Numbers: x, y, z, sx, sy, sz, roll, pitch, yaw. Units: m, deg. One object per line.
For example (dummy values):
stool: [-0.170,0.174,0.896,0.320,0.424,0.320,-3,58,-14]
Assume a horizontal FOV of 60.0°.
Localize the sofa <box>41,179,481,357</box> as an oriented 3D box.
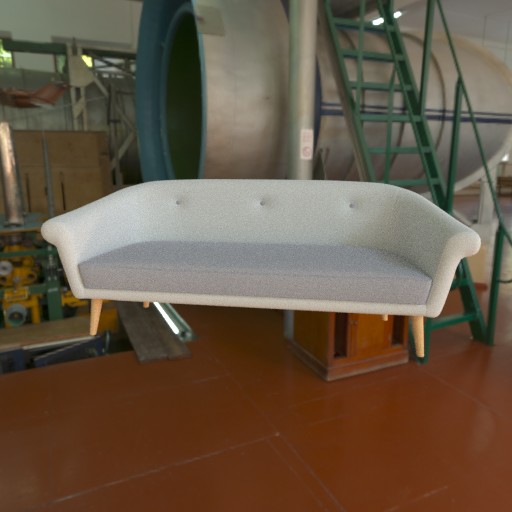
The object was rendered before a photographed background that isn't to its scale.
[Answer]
sofa: [0.000,0.000,2.552,2.160,0.795,0.827,2,13,9]
